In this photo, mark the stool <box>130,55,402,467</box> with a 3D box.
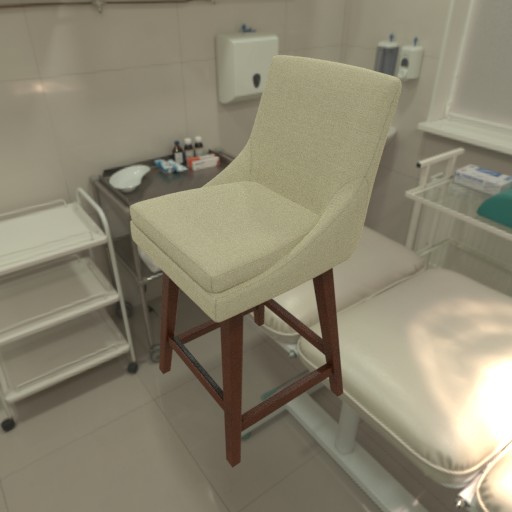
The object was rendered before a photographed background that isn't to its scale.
[{"bbox_3d":[0.000,0.000,1.281,0.559,0.991,0.469,-22,38,-30],"label":"stool"}]
